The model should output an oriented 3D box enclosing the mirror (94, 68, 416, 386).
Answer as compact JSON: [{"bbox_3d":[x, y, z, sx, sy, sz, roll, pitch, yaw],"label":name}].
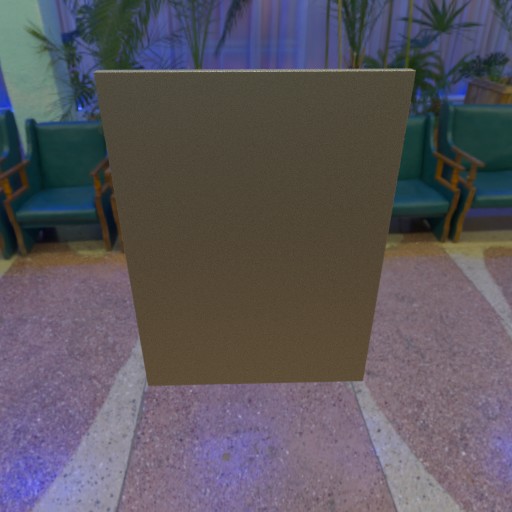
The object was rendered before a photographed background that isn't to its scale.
[{"bbox_3d":[0.000,0.000,1.311,0.756,1.023,0.032,-1,31,-1],"label":"mirror"}]
